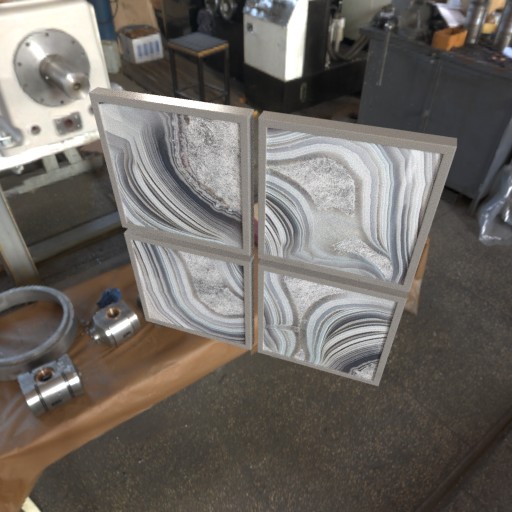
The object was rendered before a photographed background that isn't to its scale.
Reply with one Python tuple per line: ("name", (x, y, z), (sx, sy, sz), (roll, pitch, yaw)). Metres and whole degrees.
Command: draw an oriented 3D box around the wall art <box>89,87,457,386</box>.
("wall art", (0.000, 0.000, 0.914), (0.611, 0.611, 0.029), (13, 43, 14))
